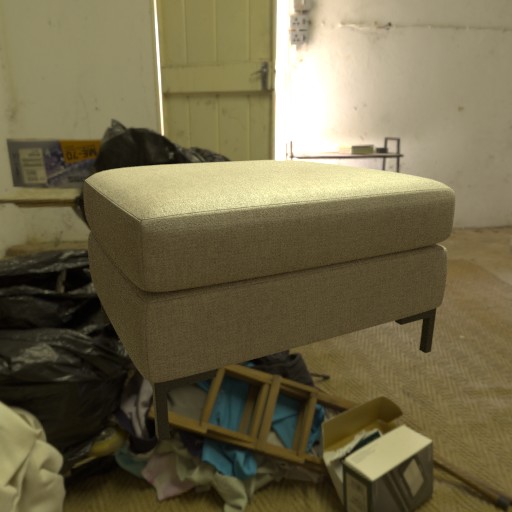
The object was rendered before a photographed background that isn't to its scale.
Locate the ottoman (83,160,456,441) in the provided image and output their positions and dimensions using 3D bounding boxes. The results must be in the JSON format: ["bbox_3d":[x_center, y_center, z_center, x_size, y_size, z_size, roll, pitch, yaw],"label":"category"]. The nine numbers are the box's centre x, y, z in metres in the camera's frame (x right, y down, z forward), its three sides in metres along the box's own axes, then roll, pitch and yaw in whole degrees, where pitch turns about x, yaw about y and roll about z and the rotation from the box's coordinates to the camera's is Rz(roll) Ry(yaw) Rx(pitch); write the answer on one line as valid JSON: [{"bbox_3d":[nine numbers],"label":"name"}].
[{"bbox_3d":[0.000,0.000,1.233,0.820,0.490,0.671,-9,19,-27],"label":"ottoman"}]
